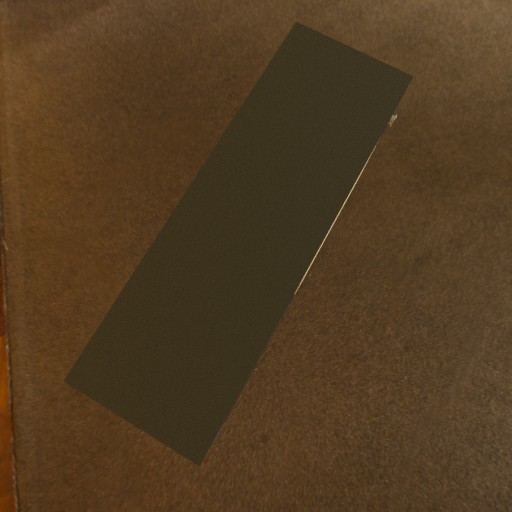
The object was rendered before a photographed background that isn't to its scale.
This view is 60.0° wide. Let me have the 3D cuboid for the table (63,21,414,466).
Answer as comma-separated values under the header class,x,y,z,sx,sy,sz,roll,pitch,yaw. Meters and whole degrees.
class,x,y,z,sx,sy,sz,roll,pitch,yaw
table,0.000,0.000,1.597,0.400,0.855,1.200,29,77,7
